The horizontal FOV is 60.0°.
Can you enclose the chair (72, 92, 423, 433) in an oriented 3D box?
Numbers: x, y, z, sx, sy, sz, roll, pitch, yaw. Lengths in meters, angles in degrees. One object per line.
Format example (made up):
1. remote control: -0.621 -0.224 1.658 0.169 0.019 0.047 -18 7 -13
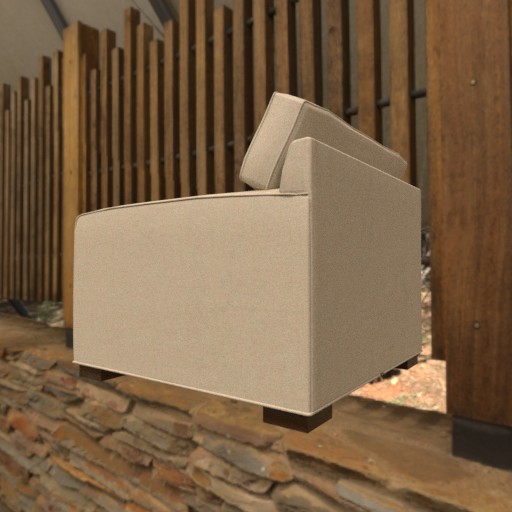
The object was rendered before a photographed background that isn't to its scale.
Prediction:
1. chair: 0.000 0.000 1.798 1.043 0.913 0.998 -1 -1 36
